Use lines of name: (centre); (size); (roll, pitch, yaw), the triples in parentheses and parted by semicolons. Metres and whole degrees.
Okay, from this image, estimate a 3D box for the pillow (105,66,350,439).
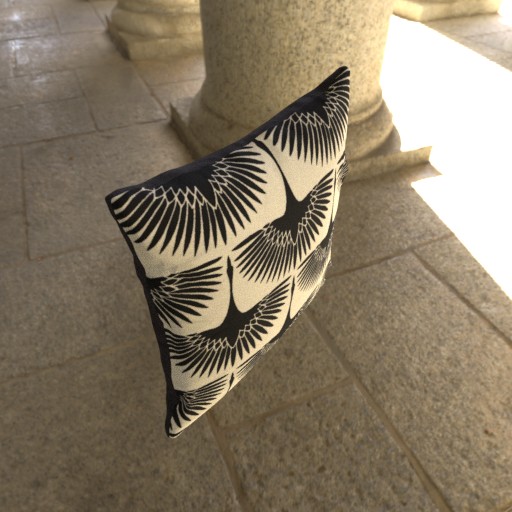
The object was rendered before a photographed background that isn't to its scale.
pillow: (0.000, 0.000, 0.654); (0.139, 0.432, 0.432); (27, 48, 27)
